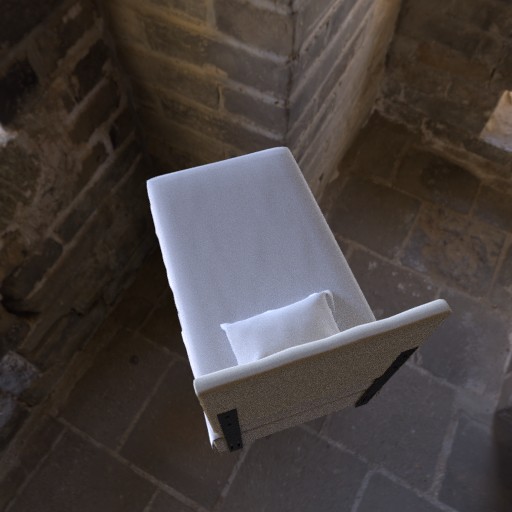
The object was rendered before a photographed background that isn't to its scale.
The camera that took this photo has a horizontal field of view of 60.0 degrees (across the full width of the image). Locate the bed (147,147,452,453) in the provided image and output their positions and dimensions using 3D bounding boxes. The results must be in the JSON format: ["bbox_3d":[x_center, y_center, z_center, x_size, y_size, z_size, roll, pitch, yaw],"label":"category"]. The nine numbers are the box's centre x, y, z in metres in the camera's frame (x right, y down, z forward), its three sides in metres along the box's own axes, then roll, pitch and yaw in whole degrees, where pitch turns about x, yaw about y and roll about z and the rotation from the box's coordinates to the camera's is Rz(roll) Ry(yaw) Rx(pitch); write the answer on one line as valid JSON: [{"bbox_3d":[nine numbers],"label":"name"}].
[{"bbox_3d":[0.000,0.000,2.947,1.261,1.571,1.997,-16,60,-9],"label":"bed"}]
